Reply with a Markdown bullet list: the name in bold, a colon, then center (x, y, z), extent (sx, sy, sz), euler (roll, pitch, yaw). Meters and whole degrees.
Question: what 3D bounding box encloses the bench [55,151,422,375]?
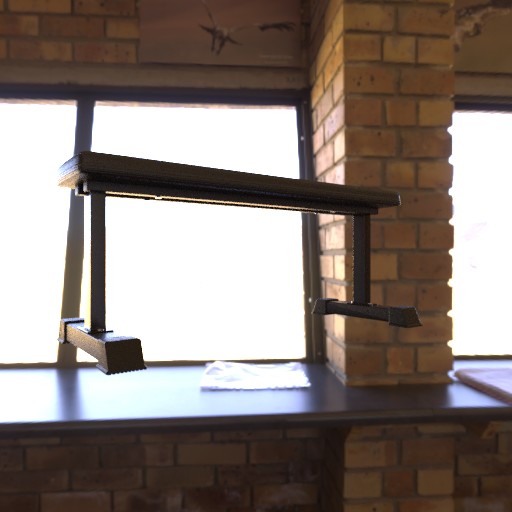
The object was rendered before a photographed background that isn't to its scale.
- **bench**: center (0.000, 0.000, 1.315), extent (1.072, 0.453, 0.439), euler (0, 0, -36)
